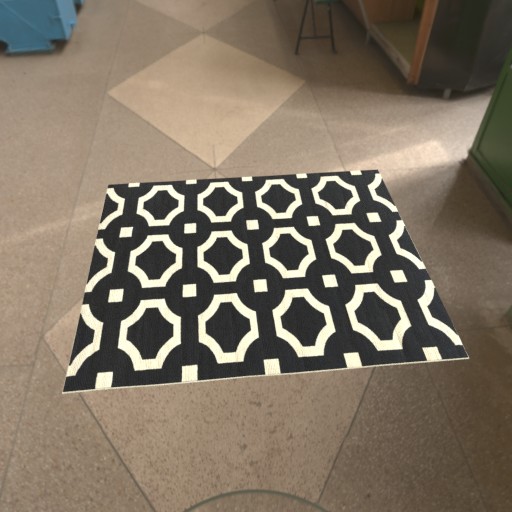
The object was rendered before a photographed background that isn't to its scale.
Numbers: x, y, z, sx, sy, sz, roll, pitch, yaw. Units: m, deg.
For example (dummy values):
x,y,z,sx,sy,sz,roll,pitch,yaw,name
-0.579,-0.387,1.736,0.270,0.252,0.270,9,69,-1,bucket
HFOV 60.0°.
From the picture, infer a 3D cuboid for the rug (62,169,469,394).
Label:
x,y,z,sx,sy,sz,roll,pitch,yaw,name
0.000,0.000,4.140,3.049,0.021,2.466,-4,47,-4,rug
